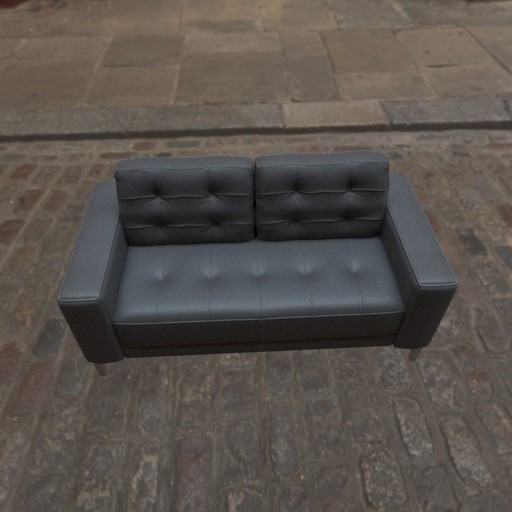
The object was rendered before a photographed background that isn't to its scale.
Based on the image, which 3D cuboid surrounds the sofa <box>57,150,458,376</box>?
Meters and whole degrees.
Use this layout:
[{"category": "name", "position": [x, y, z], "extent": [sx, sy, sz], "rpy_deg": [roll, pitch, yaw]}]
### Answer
[{"category": "sofa", "position": [0.000, 0.000, 2.258], "extent": [1.726, 0.893, 0.833], "rpy_deg": [-2, 46, -2]}]
